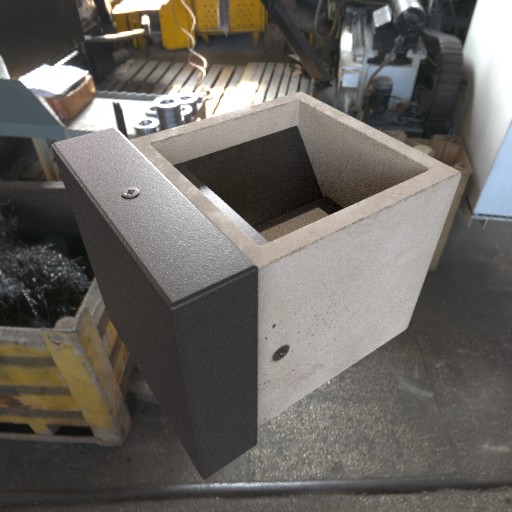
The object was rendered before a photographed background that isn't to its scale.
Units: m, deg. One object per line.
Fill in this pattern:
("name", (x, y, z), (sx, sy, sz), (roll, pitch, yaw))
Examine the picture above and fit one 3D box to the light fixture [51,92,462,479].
("light fixture", (0.000, 0.000, 0.233), (0.143, 0.121, 0.121), (-25, 47, -25))
